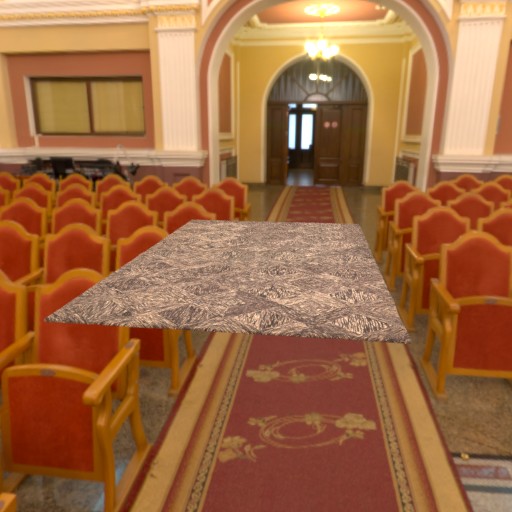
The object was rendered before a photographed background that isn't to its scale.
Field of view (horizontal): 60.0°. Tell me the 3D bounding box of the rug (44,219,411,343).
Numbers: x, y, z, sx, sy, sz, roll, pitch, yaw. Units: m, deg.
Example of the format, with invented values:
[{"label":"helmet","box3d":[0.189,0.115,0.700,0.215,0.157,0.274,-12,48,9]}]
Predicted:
[{"label":"rug","box3d":[0.000,0.000,2.259,1.189,0.011,1.808,2,16,8]}]
